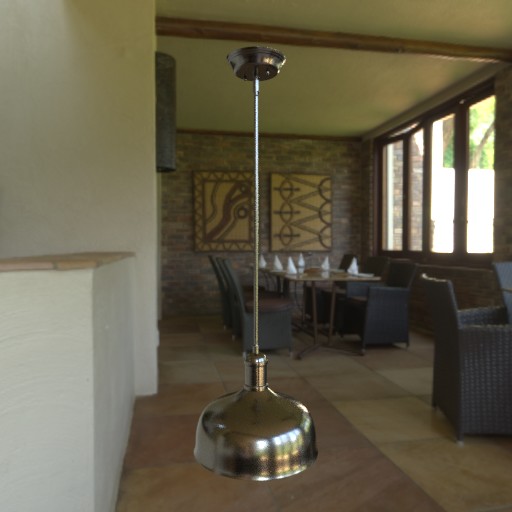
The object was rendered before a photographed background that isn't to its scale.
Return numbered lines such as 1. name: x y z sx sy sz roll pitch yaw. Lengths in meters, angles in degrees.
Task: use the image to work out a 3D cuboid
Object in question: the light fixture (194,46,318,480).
1. light fixture: 0.000 0.000 1.067 0.299 0.935 0.299 1 2 37
